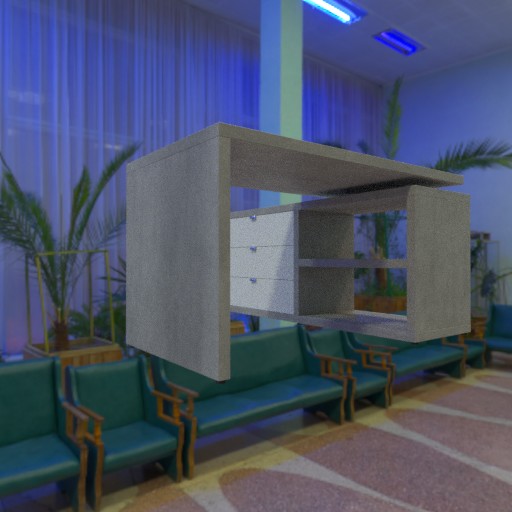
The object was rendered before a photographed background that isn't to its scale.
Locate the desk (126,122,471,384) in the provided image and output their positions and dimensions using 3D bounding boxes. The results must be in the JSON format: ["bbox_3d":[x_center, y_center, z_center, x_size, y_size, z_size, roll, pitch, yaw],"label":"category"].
[{"bbox_3d":[0.000,0.000,2.264,1.400,0.740,1.500,0,-1,-37],"label":"desk"}]
